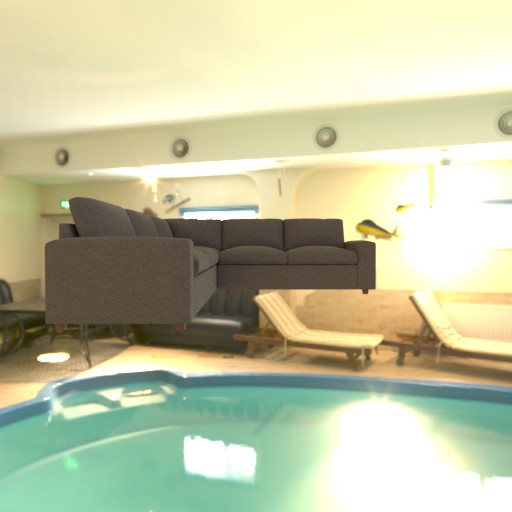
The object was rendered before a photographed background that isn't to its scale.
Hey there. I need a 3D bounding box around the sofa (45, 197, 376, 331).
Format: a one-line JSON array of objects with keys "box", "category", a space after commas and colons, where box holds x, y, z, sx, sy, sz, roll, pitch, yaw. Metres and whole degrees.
[{"box": [0.000, 0.000, 4.642, 2.895, 0.965, 3.277, 0, 1, 0], "category": "sofa"}]
